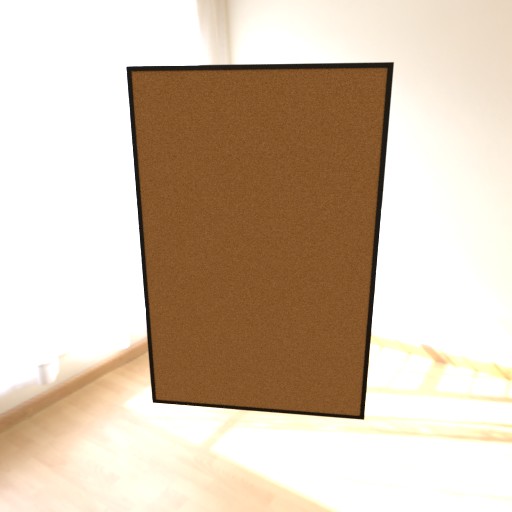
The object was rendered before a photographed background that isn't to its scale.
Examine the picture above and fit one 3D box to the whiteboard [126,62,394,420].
[{"bbox_3d":[0.000,0.000,0.766,0.406,0.611,0.026,2,17,7],"label":"whiteboard"}]
